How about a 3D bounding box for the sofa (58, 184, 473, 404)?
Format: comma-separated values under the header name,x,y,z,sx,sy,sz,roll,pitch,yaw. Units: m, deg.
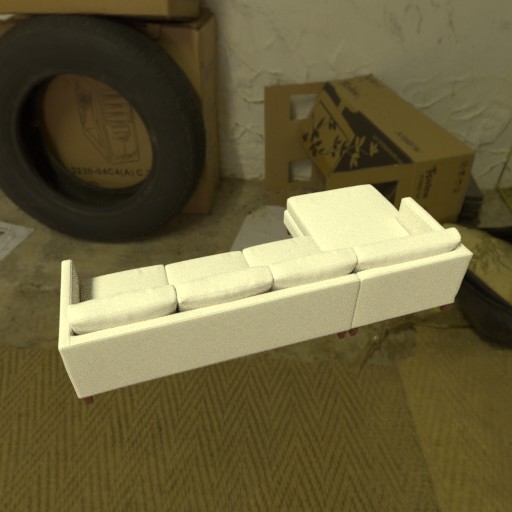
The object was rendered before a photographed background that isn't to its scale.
name,x,y,z,sx,sy,sz,roll,pitch,yaw
sofa,0.000,0.000,3.946,3.186,0.846,1.625,-11,41,-13
